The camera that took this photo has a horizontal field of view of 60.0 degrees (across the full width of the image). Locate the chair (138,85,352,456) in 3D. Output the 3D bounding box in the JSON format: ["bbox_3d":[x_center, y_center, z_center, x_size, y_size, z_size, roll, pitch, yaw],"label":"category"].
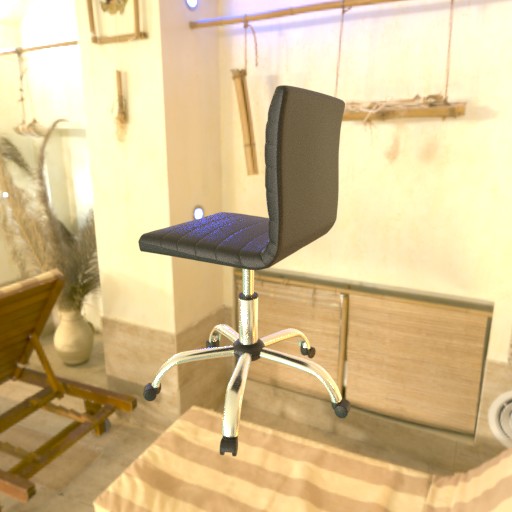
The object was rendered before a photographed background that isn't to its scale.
[{"bbox_3d":[0.000,0.000,1.138,0.530,0.780,0.556,7,17,26],"label":"chair"}]
